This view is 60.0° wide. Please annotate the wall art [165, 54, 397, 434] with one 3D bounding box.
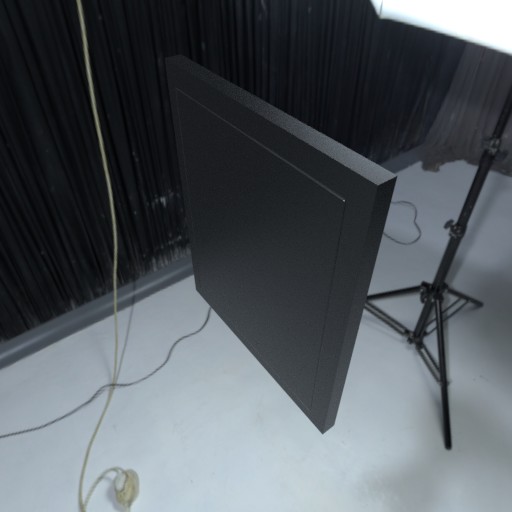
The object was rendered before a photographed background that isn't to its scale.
[{"bbox_3d":[0.000,0.000,0.788,0.031,0.558,0.461,-27,49,-26],"label":"wall art"}]
